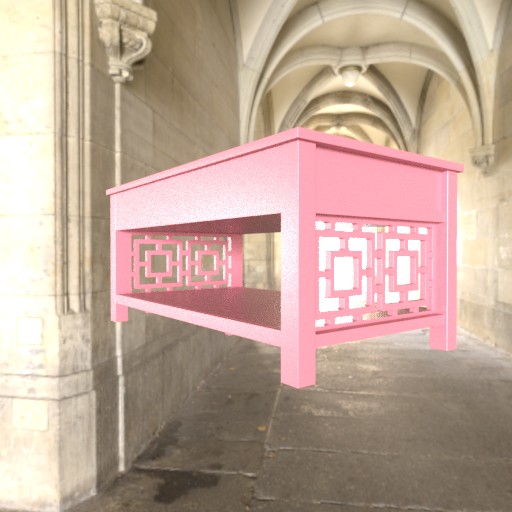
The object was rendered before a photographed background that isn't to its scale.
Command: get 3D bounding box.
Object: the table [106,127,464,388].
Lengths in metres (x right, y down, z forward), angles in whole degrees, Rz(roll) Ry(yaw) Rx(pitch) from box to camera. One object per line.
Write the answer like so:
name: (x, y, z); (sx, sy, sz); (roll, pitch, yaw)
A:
table: (0.000, 0.000, 1.435); (0.612, 0.493, 1.068); (0, 1, -37)
